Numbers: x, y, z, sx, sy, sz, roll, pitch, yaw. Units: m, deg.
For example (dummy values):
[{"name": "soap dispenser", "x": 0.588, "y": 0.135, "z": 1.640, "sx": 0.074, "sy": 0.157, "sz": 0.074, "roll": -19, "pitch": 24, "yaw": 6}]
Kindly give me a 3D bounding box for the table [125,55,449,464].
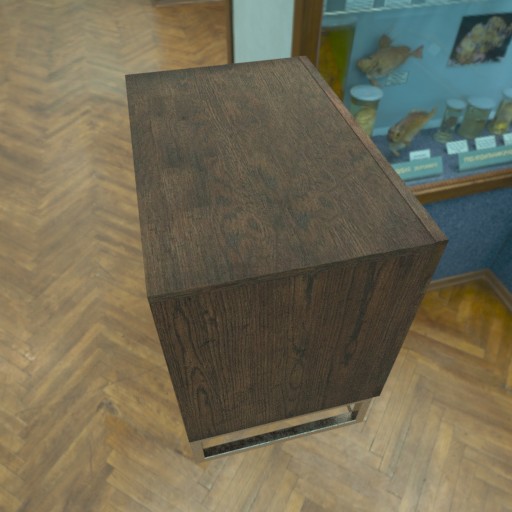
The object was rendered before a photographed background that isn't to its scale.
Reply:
[{"name": "table", "x": 0.000, "y": 0.000, "z": 1.233, "sx": 0.542, "sy": 0.746, "sz": 0.767, "roll": -10, "pitch": 48, "yaw": -9}]
